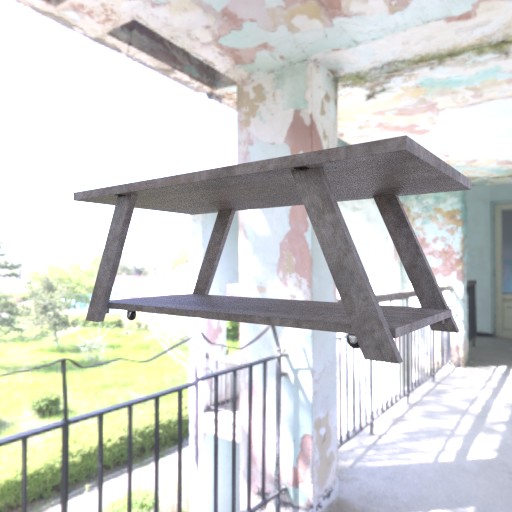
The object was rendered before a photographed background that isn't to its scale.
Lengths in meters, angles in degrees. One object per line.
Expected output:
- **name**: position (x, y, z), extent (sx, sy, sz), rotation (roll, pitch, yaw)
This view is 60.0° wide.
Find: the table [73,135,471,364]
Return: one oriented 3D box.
- **table**: position (0.000, 0.000, 1.500), extent (1.219, 0.470, 0.610), rotation (-1, -1, 37)
